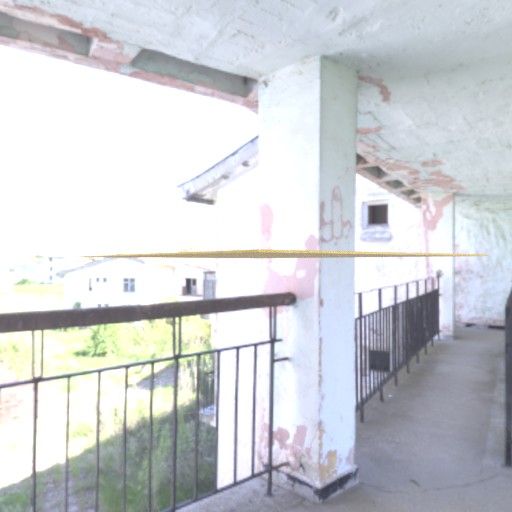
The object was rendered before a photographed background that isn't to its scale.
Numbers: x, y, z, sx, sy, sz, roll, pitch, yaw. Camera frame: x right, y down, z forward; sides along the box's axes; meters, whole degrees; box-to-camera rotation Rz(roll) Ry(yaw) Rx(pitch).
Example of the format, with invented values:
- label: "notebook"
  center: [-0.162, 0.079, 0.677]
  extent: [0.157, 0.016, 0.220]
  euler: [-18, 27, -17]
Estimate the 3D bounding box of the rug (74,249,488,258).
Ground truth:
- label: "rug"
  center: [0.000, 0.000, 4.295]
  extent: [2.486, 0.015, 3.242]
  euler: [1, -1, -38]
